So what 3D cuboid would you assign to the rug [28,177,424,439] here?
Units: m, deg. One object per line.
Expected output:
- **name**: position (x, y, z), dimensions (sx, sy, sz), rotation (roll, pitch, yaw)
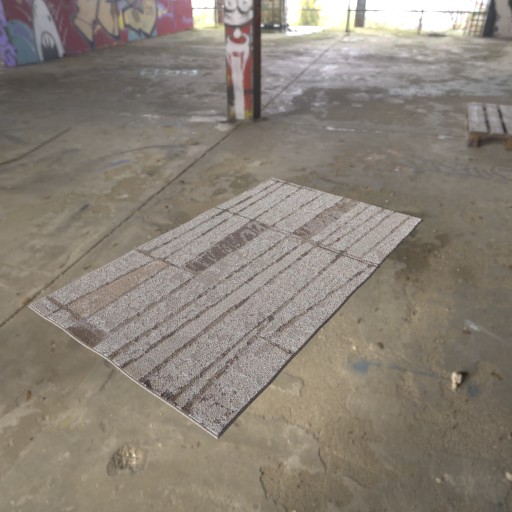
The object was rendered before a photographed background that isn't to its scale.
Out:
- **rug**: position (0.000, 0.000, 1.066), dimensions (0.515, 0.007, 0.867), rotation (22, 38, 31)
